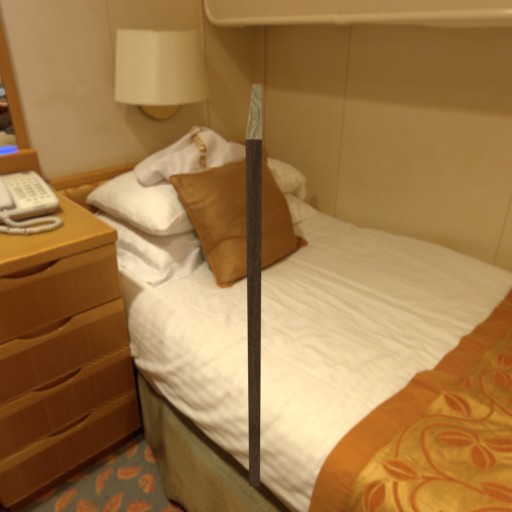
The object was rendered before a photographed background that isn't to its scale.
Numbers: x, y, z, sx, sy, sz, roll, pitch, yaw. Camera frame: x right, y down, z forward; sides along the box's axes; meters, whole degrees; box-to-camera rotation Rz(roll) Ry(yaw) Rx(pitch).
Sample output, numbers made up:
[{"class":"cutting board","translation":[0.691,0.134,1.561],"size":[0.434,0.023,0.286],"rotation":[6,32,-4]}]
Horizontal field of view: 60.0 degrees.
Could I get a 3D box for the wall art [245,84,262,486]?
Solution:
[{"class":"wall art","translation":[0.000,0.000,0.768],"size":[0.016,0.507,0.508],"rotation":[0,27,0]}]
